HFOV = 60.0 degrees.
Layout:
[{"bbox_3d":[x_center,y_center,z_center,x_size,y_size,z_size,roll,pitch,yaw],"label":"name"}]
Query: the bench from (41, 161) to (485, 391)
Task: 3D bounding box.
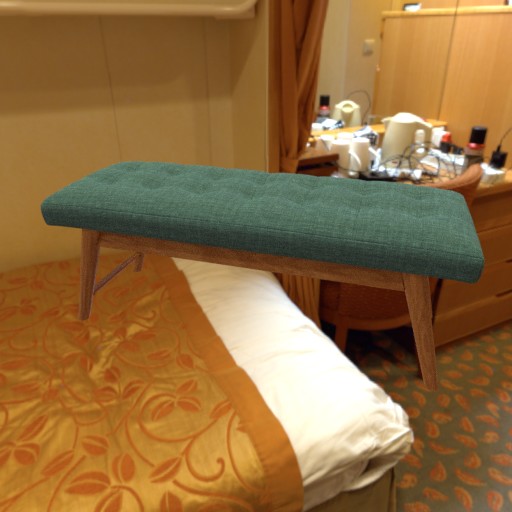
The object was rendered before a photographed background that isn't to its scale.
[{"bbox_3d":[0.000,0.000,1.308,1.118,0.432,0.406,8,28,15],"label":"bench"}]
